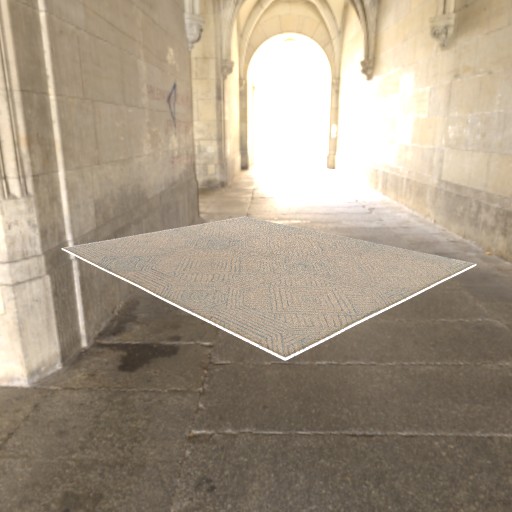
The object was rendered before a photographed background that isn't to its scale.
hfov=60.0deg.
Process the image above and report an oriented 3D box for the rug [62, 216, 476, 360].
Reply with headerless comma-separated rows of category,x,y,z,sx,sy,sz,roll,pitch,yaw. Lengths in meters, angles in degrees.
rug,0.000,0.000,4.153,2.457,0.015,3.049,-14,21,-41
